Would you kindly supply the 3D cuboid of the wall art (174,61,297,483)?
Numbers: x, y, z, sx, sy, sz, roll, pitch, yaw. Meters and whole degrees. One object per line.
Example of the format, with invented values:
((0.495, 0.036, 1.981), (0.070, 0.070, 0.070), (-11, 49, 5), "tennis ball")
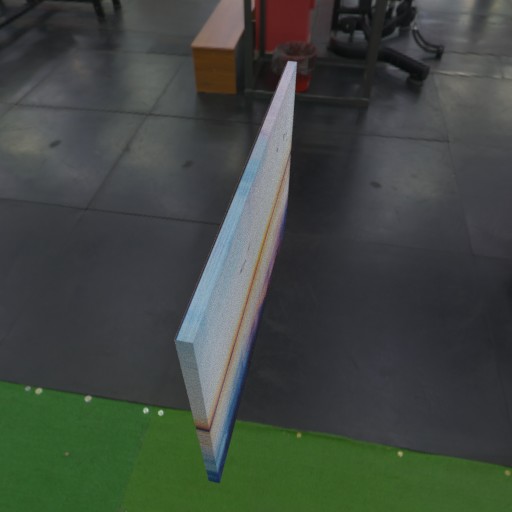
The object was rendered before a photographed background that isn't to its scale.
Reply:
((0.000, 0.000, 1.405), (0.034, 0.756, 1.137), (9, 47, 9), "wall art")
